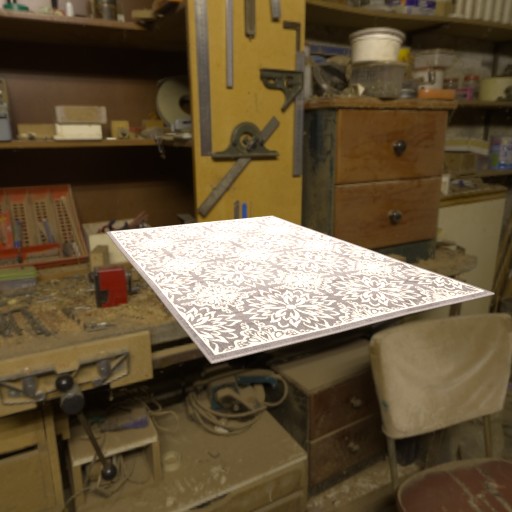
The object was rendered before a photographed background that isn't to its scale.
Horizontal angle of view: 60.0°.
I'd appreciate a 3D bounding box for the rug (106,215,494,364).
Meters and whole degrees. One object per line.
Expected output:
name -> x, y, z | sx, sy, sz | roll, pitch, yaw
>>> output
rug -> 0.000, 0.000, 2.313 | 1.224, 0.012, 1.847 | -8, 18, -26
